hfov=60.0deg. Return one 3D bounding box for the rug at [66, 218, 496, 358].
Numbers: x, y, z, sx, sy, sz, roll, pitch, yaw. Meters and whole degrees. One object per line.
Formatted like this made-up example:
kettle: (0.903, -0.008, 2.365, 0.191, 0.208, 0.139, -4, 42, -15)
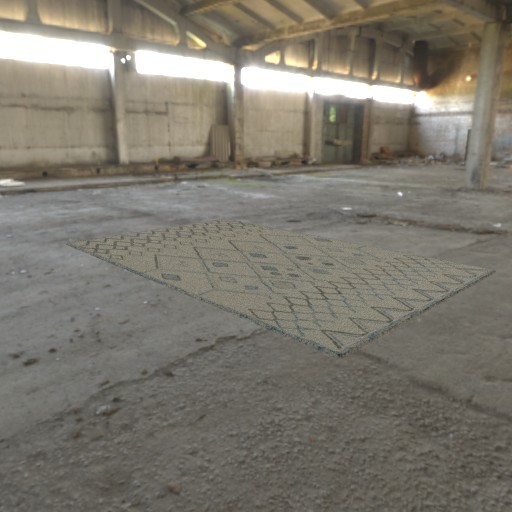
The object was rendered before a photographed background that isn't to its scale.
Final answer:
rug: (0.000, 0.000, 2.907, 1.524, 0.015, 2.439, -14, 20, -42)
